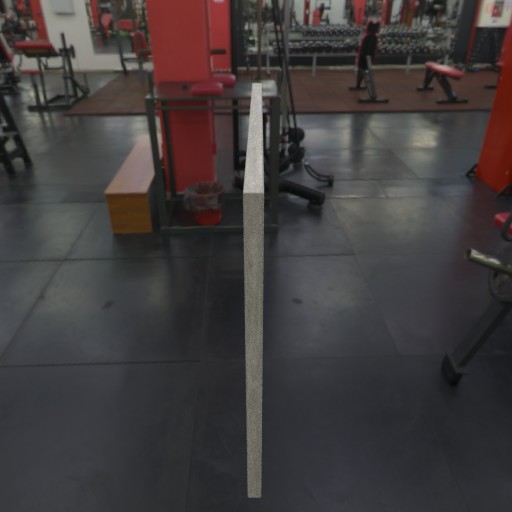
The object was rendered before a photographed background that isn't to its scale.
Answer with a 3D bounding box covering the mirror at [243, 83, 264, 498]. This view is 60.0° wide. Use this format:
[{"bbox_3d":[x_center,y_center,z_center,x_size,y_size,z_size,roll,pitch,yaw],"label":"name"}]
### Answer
[{"bbox_3d":[0.000,0.000,1.118,0.028,0.689,0.839,0,30,0],"label":"mirror"}]
